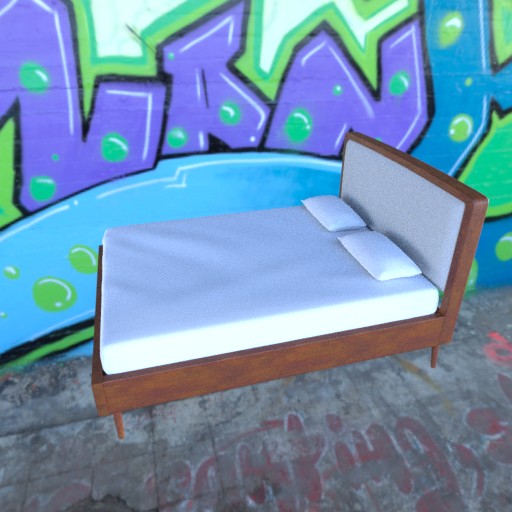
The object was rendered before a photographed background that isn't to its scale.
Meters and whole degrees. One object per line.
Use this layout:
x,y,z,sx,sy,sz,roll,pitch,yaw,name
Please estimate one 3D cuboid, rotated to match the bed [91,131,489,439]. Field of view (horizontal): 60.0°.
0.000,0.000,3.107,2.196,1.275,1.587,-8,30,-14,bed
